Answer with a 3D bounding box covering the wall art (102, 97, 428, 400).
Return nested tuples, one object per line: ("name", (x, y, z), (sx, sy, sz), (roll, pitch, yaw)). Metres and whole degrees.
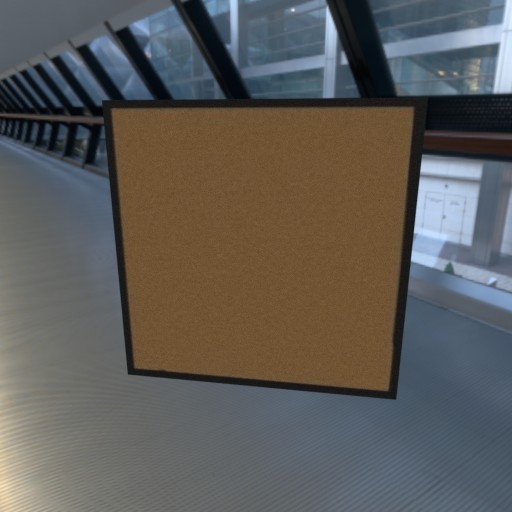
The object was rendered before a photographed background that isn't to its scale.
("wall art", (0.000, 0.000, 1.232), (0.823, 0.823, 0.013), (3, 17, 9))
